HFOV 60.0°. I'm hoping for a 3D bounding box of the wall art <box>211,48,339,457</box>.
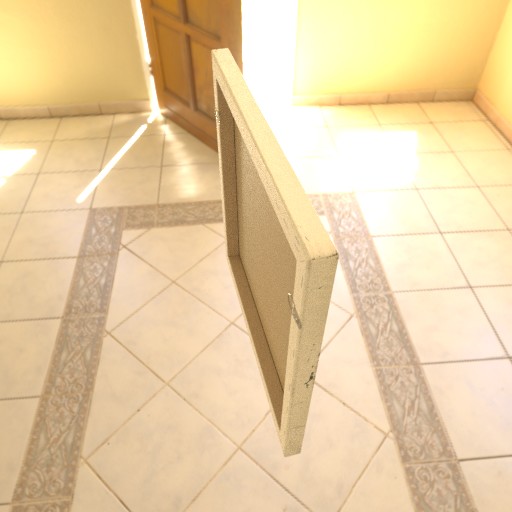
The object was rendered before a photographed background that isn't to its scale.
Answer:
[{"bbox_3d":[0.000,0.000,0.922,0.040,0.611,0.610,-11,47,-10],"label":"wall art"}]
